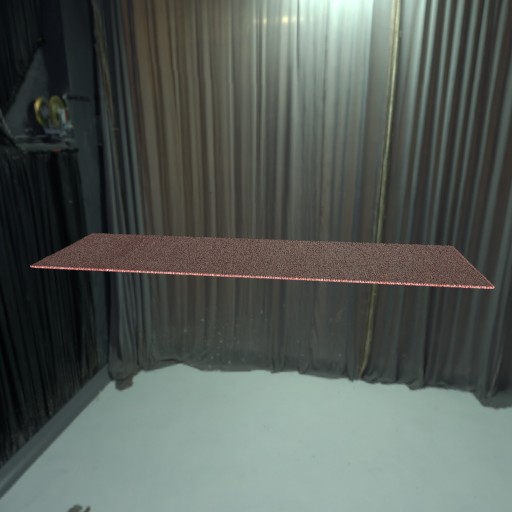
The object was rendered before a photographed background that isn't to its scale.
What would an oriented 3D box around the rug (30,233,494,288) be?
[{"bbox_3d":[0.000,0.000,2.500,2.307,0.012,0.687,2,18,7],"label":"rug"}]
